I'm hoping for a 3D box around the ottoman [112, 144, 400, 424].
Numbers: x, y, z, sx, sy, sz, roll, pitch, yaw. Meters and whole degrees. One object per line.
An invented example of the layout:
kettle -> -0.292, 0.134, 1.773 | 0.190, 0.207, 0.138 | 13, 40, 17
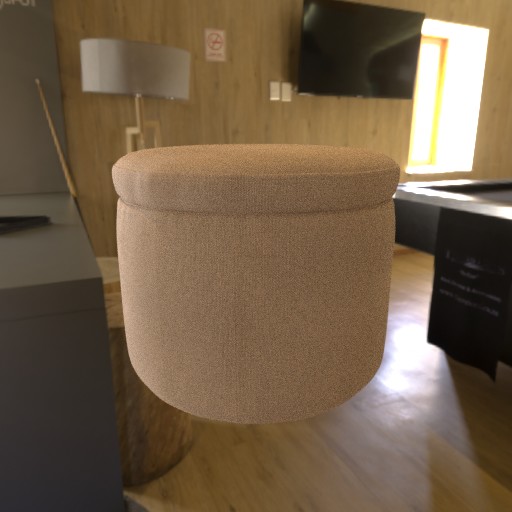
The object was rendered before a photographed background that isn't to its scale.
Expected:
ottoman -> 0.000, 0.000, 0.840 | 0.497, 0.409, 0.497 | 0, 16, 0
